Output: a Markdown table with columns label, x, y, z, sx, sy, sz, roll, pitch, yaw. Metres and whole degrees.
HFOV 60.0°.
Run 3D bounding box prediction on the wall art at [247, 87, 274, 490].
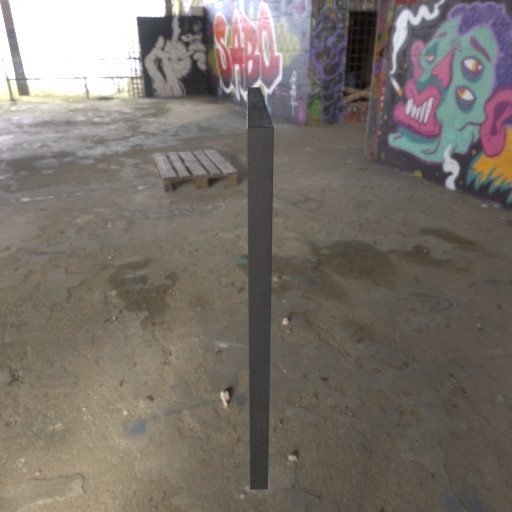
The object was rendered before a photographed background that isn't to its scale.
| label | x | y | z | sx | sy | sz | roll | pitch | yaw |
| --- | --- | --- | --- | --- | --- | --- | --- | --- | --- |
| wall art | 0.000 | 0.000 | 1.145 | 0.039 | 0.763 | 0.763 | 0 | 25 | -1 |
